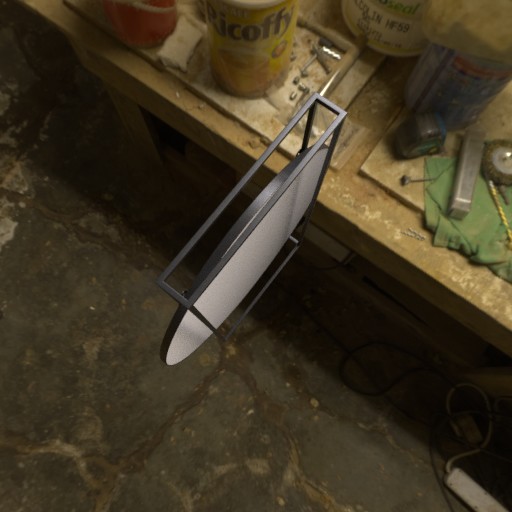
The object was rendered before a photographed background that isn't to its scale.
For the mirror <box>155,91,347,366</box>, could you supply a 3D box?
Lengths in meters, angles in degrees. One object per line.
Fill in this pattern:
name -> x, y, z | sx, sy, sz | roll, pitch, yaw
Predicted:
mirror -> 0.000, 0.000, 0.825 | 0.051, 0.603, 0.508 | 37, 78, 9
